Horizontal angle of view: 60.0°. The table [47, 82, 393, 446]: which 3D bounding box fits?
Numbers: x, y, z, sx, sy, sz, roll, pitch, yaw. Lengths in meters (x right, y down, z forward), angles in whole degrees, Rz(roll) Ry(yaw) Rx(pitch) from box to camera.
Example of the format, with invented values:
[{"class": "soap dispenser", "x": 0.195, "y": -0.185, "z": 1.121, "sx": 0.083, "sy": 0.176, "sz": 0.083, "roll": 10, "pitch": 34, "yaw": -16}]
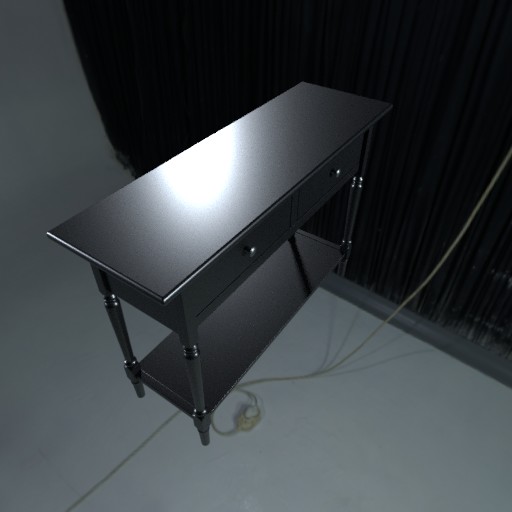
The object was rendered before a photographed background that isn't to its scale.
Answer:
[{"class": "table", "x": 0.000, "y": 0.000, "z": 1.603, "sx": 0.386, "sy": 0.819, "sz": 1.191, "roll": 25, "pitch": 47, "yaw": 26}]
